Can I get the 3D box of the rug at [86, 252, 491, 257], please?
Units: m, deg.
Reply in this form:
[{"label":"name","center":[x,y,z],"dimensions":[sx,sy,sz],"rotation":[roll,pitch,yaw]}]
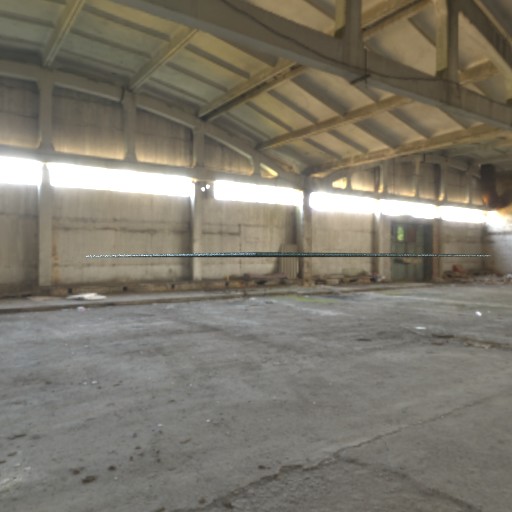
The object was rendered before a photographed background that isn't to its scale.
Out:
[{"label":"rug","center":[0.000,0.000,2.846],"dimensions":[1.554,0.012,2.205],"rotation":[0,0,-35]}]
